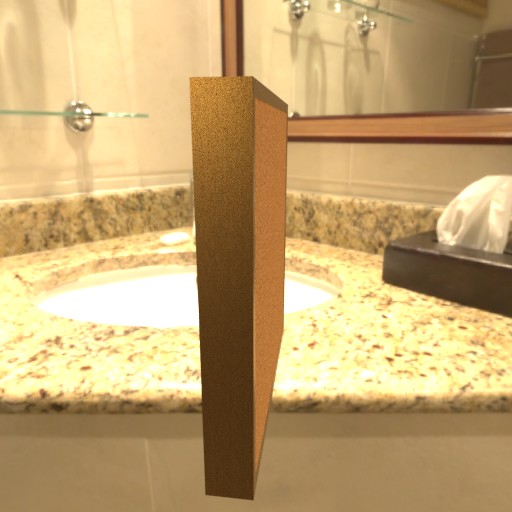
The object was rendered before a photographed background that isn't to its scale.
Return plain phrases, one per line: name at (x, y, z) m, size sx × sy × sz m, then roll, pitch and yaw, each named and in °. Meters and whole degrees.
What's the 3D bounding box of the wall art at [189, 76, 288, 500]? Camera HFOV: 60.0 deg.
wall art at (0.000, 0.000, 0.447) m, size 0.038 × 0.305 × 0.304 m, roll 2°, pitch 16°, yaw 8°
